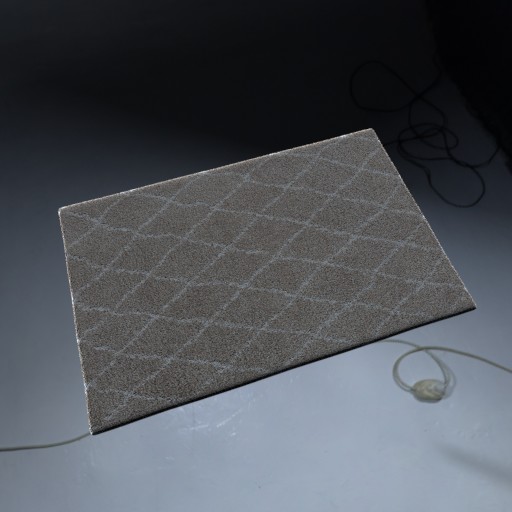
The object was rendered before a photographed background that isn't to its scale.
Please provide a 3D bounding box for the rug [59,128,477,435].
[{"bbox_3d":[0.000,0.000,3.349,2.743,0.030,1.778,-16,64,-8],"label":"rug"}]
